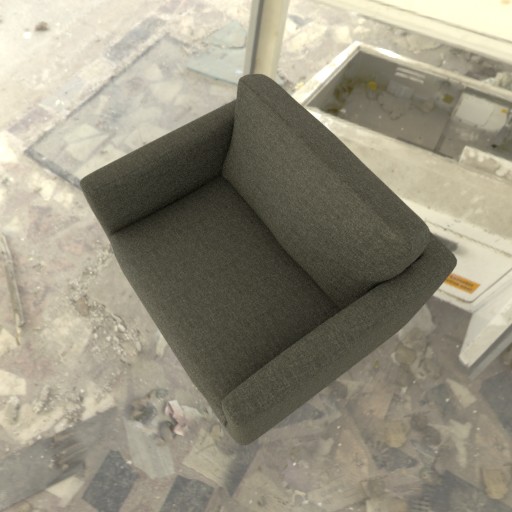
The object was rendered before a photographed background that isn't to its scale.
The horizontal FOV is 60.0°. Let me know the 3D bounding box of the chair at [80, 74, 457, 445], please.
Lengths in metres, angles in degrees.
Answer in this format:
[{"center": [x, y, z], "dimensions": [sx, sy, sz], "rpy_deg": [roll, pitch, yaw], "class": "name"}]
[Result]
[{"center": [0.000, 0.000, 1.815], "dimensions": [0.959, 0.963, 1.107], "rpy_deg": [-32, 66, -16], "class": "chair"}]
